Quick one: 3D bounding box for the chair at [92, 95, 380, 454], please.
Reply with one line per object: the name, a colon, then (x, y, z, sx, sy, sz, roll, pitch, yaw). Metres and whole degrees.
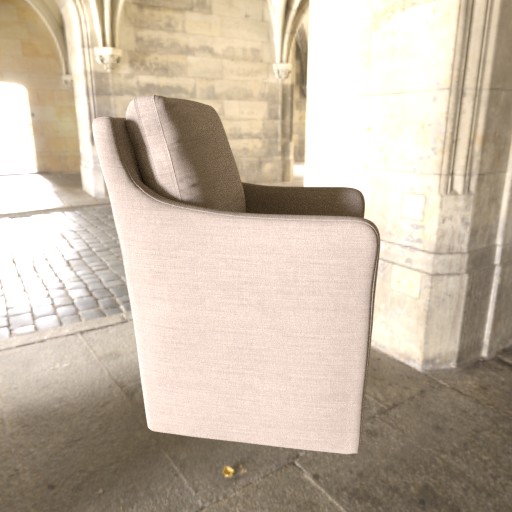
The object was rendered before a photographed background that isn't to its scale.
chair: (0.000, 0.000, 1.366, 0.694, 0.914, 0.626, 3, 16, 9)
